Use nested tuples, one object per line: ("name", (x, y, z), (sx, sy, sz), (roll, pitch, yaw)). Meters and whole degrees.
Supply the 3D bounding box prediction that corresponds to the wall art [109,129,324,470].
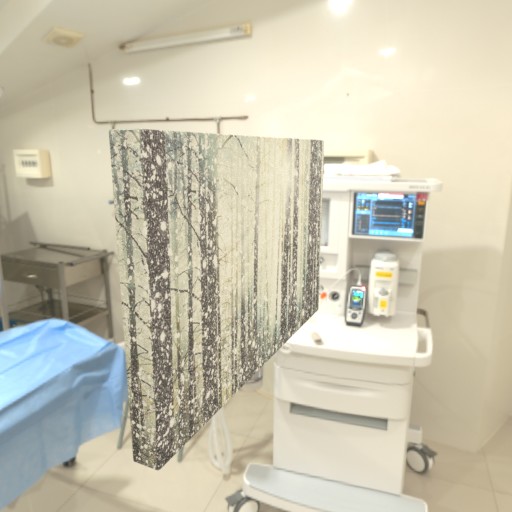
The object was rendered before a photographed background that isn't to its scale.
("wall art", (0.000, 0.000, 0.766), (0.042, 0.398, 0.618), (7, 15, 25))
